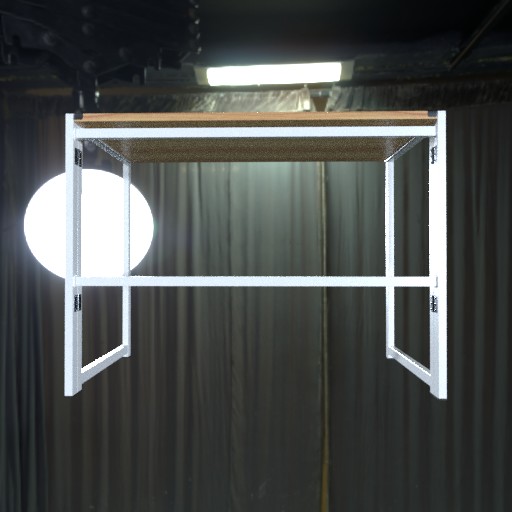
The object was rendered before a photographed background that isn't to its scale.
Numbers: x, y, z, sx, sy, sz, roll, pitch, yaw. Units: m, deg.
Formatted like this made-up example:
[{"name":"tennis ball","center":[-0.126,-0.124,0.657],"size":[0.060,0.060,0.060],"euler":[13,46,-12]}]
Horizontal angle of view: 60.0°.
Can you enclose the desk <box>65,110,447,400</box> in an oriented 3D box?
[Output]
[{"name":"desk","center":[0.000,0.000,1.429],"size":[1.016,0.762,0.508],"euler":[0,0,1]}]
